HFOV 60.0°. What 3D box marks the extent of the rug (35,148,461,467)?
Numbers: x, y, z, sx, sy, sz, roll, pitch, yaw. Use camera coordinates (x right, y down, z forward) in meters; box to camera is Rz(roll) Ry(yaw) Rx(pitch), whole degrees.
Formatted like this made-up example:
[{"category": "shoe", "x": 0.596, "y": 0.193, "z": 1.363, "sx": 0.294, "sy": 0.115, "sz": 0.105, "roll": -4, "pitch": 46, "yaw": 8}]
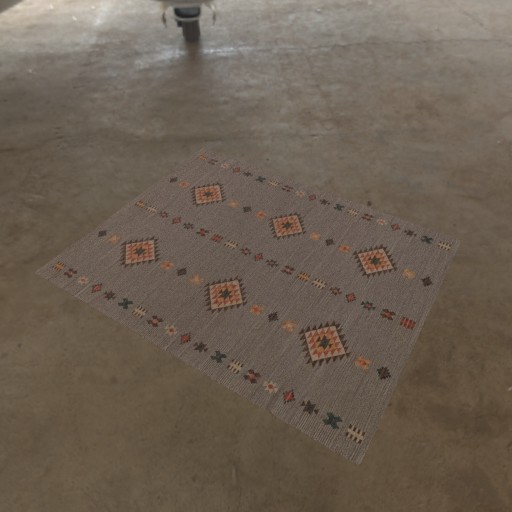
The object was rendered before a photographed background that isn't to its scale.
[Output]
[{"category": "rug", "x": 0.000, "y": 0.000, "z": 4.012, "sx": 3.035, "sy": 0.008, "sz": 2.425, "roll": 24, "pitch": 49, "yaw": 22}]
